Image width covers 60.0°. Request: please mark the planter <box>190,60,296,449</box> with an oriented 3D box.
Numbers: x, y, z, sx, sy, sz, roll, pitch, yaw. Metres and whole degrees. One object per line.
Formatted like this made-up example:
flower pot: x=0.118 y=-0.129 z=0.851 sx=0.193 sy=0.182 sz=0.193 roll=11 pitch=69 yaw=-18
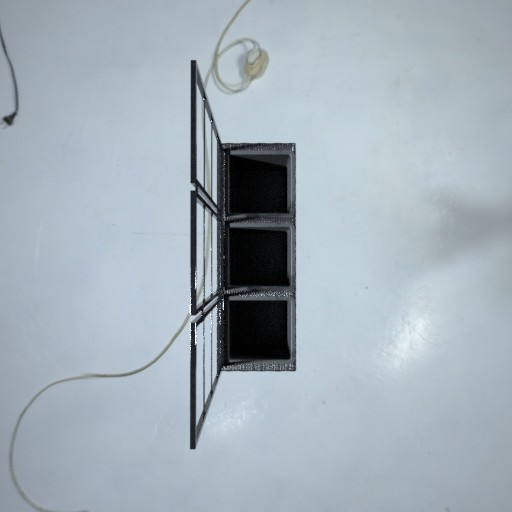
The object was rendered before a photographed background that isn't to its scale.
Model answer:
planter: x=0.000 y=0.000 z=1.177 sx=0.244 sy=0.841 sz=0.698 roll=0 pitch=89 yaw=0
